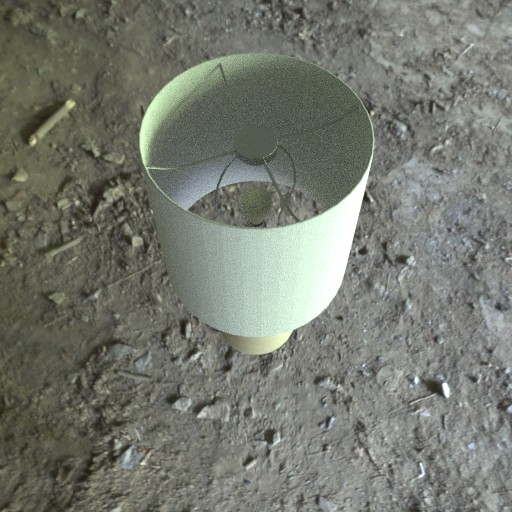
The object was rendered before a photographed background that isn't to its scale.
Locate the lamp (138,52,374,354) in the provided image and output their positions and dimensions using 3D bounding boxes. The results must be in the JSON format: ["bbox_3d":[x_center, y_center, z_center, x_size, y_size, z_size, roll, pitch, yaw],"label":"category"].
[{"bbox_3d":[0.000,0.000,0.471,0.186,0.369,0.186,0,62,0],"label":"lamp"}]
